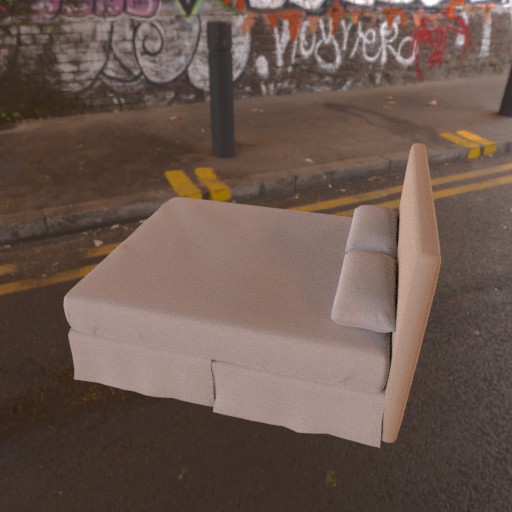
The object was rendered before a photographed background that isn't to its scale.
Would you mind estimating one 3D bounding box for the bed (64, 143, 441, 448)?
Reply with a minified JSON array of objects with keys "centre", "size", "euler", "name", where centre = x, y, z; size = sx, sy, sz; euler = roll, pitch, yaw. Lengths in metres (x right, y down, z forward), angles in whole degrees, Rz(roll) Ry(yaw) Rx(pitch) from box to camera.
[{"centre":[0.000,0.000,3.138],"size":[2.142,1.330,1.748],"euler":[8,32,14],"name":"bed"}]
